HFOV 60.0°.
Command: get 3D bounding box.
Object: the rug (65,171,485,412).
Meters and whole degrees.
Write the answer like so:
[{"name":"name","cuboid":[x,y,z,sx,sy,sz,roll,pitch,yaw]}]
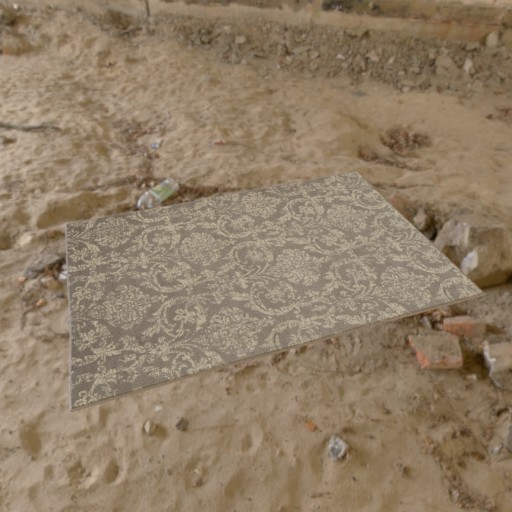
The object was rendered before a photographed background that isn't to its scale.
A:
[{"name":"rug","cuboid":[0.000,0.000,3.390,2.746,0.018,1.819,-12,42,-14]}]
